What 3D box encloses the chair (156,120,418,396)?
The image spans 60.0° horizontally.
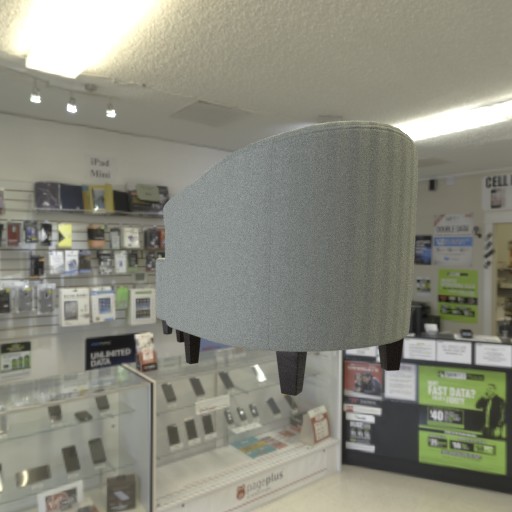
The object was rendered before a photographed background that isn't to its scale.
[{"bbox_3d":[0.000,0.000,1.757,0.756,0.757,1.288,-1,1,-35],"label":"chair"}]
